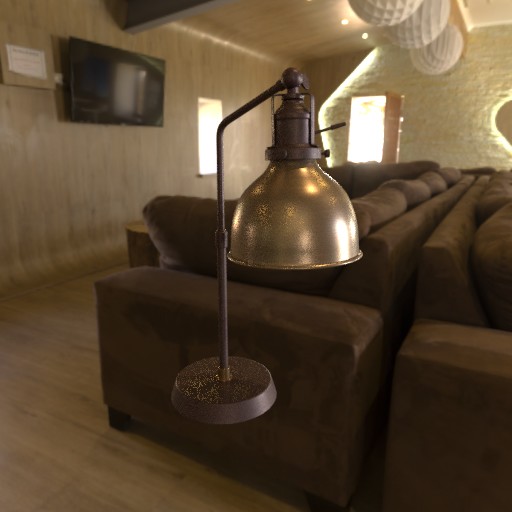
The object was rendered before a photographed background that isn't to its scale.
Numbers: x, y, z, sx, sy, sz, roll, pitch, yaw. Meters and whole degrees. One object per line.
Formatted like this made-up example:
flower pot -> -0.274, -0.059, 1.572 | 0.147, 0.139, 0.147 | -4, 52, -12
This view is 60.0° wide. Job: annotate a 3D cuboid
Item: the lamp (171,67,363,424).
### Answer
lamp -> 0.000, 0.000, 0.606 | 0.298, 0.469, 0.175 | 13, 19, 43
